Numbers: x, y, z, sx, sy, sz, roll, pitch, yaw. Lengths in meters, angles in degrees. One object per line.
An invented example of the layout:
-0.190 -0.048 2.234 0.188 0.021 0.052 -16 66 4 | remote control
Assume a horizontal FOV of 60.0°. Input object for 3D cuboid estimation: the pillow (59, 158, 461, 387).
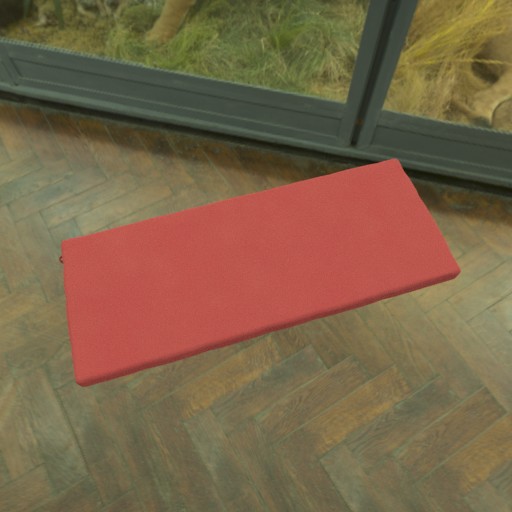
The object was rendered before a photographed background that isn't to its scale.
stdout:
0.000 0.000 1.374 1.187 0.081 0.492 -15 64 -8 | pillow
